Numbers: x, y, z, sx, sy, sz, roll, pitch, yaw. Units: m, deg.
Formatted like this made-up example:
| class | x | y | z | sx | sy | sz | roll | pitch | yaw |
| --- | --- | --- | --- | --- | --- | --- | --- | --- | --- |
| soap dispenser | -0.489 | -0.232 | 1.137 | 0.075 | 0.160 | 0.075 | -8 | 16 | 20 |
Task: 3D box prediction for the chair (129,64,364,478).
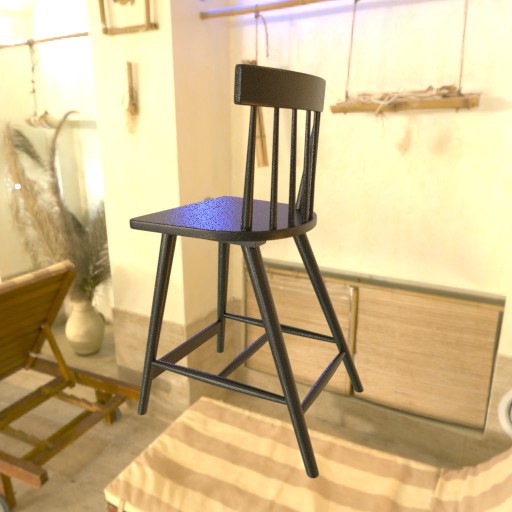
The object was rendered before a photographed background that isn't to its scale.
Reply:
| class | x | y | z | sx | sy | sz | roll | pitch | yaw |
| --- | --- | --- | --- | --- | --- | --- | --- | --- | --- |
| chair | 0.000 | 0.000 | 1.266 | 0.572 | 0.952 | 0.483 | 8 | 18 | 27 |
